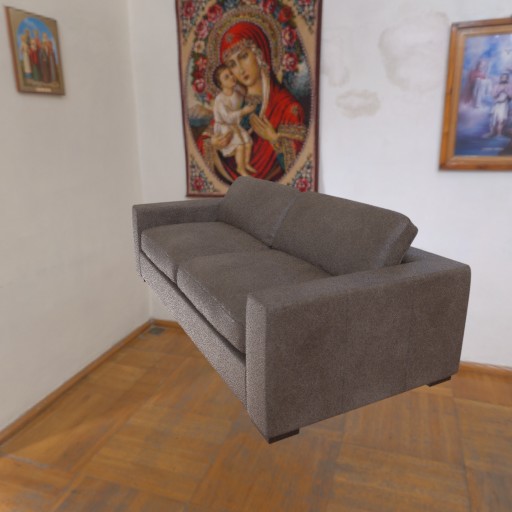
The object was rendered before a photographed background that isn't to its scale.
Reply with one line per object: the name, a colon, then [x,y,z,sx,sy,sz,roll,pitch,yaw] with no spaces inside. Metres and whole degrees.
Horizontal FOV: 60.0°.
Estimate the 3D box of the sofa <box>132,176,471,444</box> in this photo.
sofa: [0.000,0.000,2.753,1.070,0.801,2.262,-8,19,-26]
